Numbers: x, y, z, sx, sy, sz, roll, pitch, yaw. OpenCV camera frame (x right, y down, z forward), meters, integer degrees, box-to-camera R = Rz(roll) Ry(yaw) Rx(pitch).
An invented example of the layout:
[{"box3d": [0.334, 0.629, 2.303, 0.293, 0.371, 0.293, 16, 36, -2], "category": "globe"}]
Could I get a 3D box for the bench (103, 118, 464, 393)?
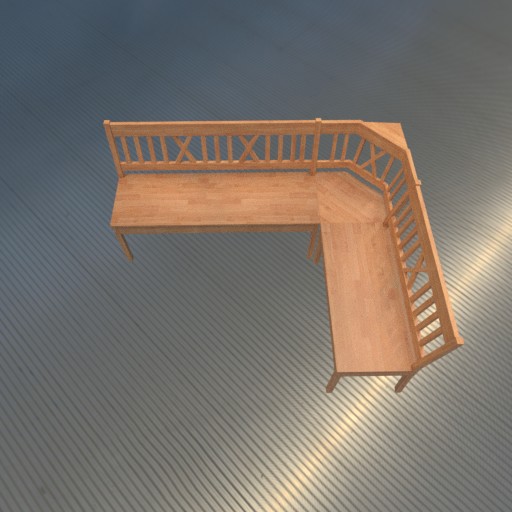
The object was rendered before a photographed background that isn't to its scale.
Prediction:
[{"box3d": [0.000, 0.000, 2.856, 1.937, 0.902, 1.537, -1, 59, 0], "category": "bench"}]
